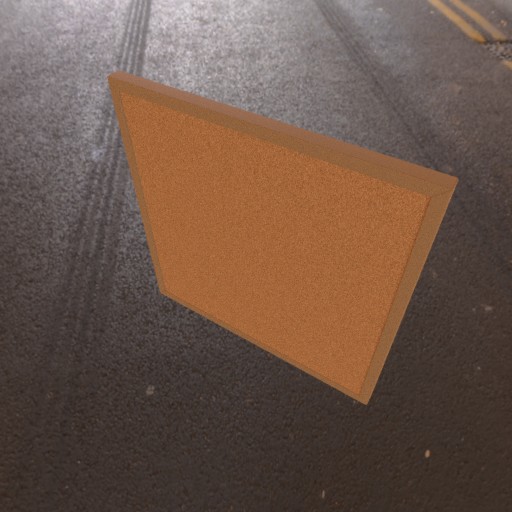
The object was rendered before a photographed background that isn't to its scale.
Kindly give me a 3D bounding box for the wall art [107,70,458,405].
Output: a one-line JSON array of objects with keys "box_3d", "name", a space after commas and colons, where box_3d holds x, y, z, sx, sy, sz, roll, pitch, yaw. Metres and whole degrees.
[{"box_3d": [0.000, 0.000, 1.128, 0.761, 0.761, 0.037, 25, 51, 22], "name": "wall art"}]
